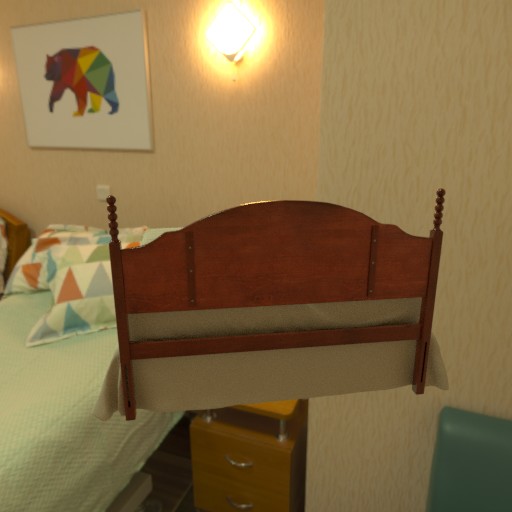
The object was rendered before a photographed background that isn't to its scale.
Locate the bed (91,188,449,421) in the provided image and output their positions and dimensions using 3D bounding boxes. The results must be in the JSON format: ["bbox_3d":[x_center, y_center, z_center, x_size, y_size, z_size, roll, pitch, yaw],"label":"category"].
[{"bbox_3d":[0.000,0.000,3.652,2.322,1.355,2.219,-2,16,-8],"label":"bed"}]
